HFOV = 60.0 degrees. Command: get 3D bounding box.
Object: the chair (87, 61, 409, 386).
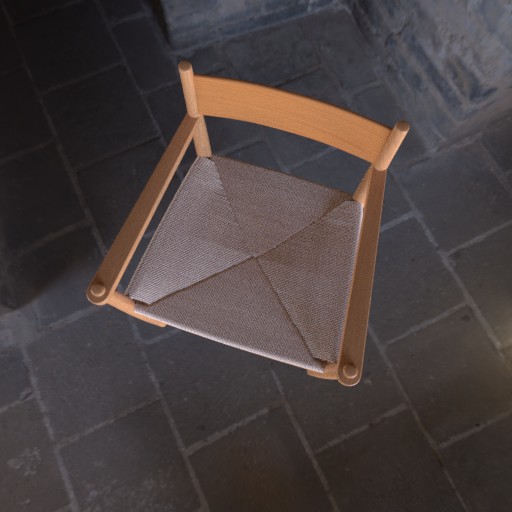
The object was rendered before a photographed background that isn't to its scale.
[{"bbox_3d":[0.000,0.000,1.141,0.556,0.762,0.495,17,76,4],"label":"chair"}]
